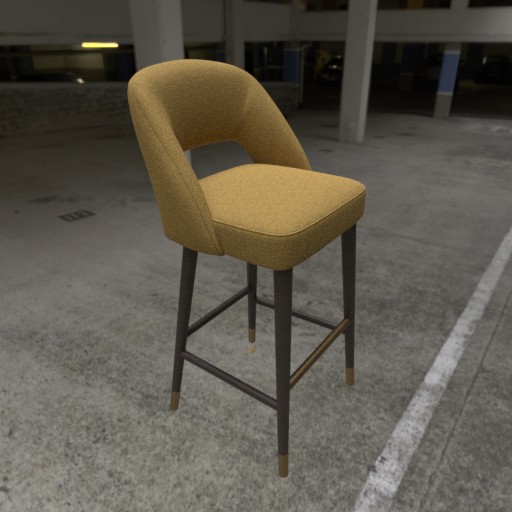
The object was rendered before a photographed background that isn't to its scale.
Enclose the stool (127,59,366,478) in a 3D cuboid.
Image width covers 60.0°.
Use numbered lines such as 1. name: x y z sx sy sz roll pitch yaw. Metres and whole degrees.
1. stool: 0.000 0.000 1.288 0.522 1.032 0.536 17 31 31
